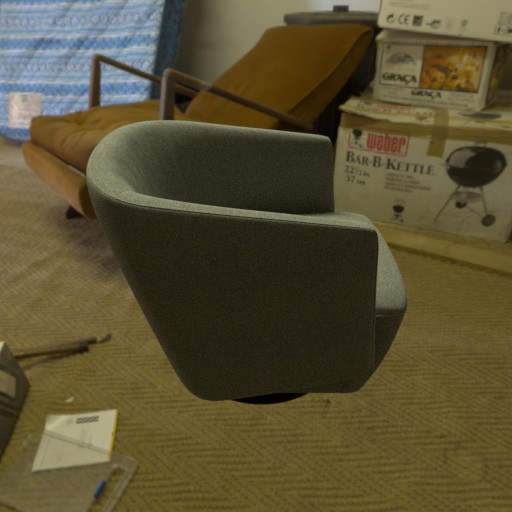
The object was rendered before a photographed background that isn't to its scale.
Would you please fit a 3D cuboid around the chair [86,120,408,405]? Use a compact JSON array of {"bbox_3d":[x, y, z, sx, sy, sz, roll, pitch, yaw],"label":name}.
[{"bbox_3d":[0.000,0.000,1.611,0.986,0.861,0.822,0,32,-1],"label":"chair"}]
